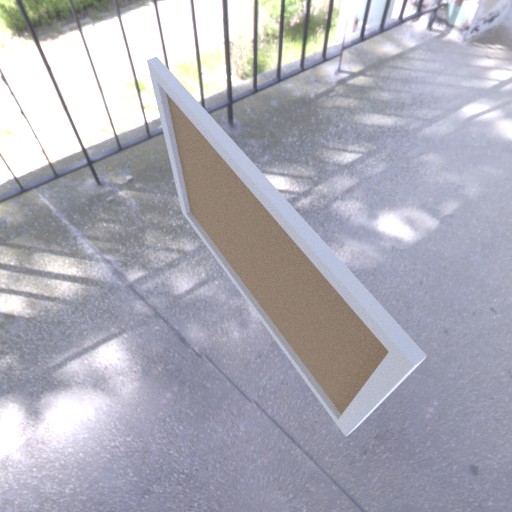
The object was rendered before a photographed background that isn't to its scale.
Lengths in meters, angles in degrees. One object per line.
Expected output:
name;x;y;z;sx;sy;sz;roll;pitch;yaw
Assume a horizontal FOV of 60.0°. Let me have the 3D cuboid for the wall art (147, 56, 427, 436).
wall art;0.000;0.000;1.432;0.038;0.767;1.144;-30;63;-17
